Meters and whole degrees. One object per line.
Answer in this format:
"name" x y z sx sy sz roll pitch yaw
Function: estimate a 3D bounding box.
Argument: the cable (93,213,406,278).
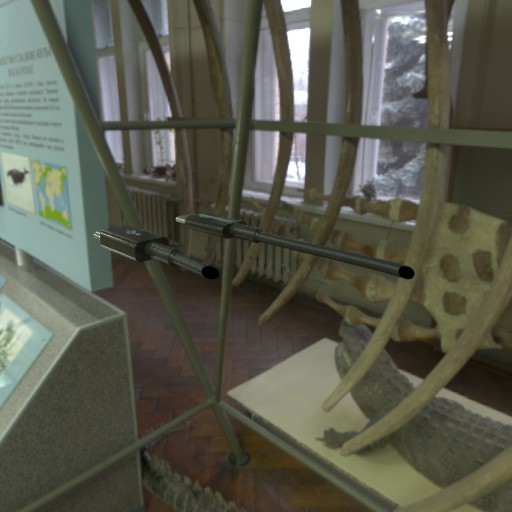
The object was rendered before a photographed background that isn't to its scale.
"cable" 0.000 0.000 0.112 0.098 0.006 0.040 16 24 42
